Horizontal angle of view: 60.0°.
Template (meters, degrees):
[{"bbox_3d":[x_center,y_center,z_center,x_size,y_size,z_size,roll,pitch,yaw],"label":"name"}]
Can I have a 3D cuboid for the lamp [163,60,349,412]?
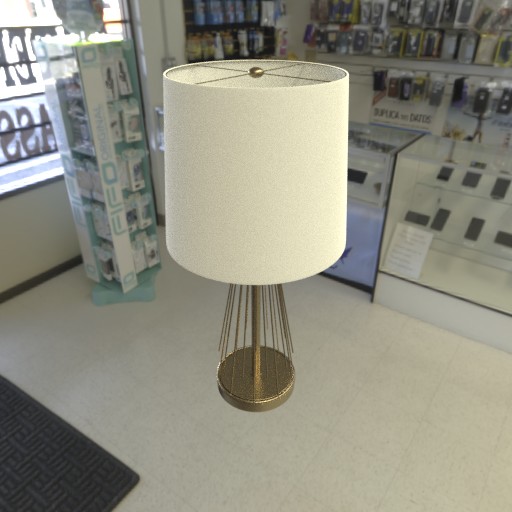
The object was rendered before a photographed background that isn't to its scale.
[{"bbox_3d":[0.000,0.000,0.781,0.303,0.618,0.303,0,31,0],"label":"lamp"}]
